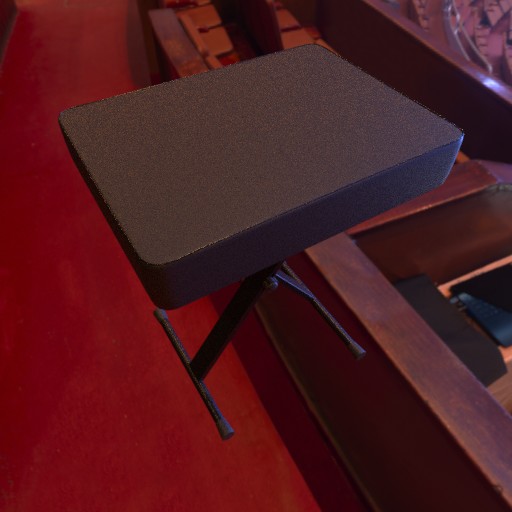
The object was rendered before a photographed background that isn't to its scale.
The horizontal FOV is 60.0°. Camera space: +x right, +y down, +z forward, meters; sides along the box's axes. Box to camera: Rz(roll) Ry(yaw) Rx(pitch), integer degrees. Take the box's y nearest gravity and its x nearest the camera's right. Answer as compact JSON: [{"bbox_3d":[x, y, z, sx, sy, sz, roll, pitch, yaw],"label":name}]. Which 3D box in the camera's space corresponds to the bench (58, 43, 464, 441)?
[{"bbox_3d":[0.000,0.000,0.743,0.424,0.500,0.321,-24,52,-20],"label":"bench"}]
